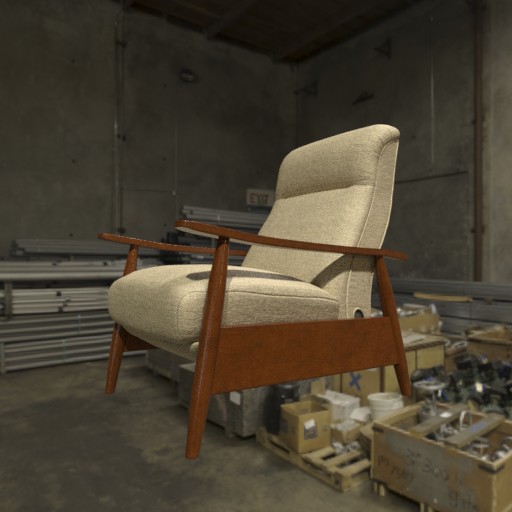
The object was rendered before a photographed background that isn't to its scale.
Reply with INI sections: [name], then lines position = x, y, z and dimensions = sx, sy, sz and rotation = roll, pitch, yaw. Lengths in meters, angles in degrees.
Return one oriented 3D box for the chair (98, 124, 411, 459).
[chair]
position = 0.000, 0.000, 1.746
dimensions = 1.014, 1.082, 0.762
rotation = 0, -1, -36
